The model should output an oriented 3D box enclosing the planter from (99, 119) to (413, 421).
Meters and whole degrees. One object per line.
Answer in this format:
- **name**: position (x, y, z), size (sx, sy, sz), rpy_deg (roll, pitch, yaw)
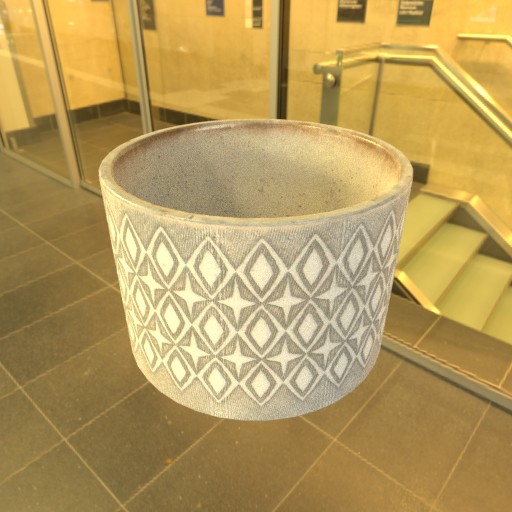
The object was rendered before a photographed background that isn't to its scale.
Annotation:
- **planter**: position (0.000, 0.000, 0.310), size (0.186, 0.144, 0.186), rpy_deg (0, 31, 0)
